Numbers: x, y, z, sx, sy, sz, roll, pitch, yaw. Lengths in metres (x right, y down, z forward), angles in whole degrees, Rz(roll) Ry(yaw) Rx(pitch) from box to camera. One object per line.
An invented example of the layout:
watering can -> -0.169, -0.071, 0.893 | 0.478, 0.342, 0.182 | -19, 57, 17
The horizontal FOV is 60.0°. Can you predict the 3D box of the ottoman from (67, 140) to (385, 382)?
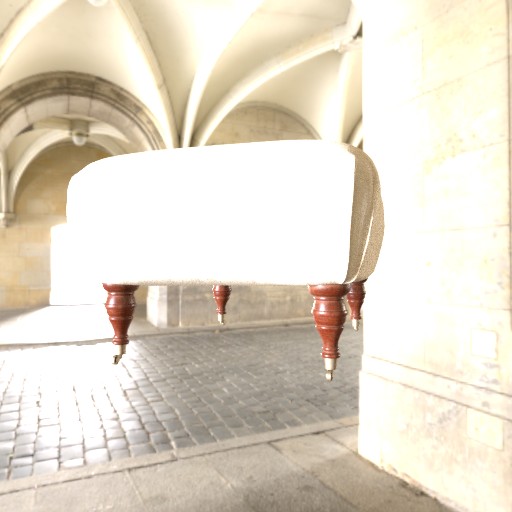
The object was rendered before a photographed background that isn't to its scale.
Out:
ottoman -> 0.000, 0.000, 1.127 | 0.622, 0.450, 0.747 | 0, -1, 17
